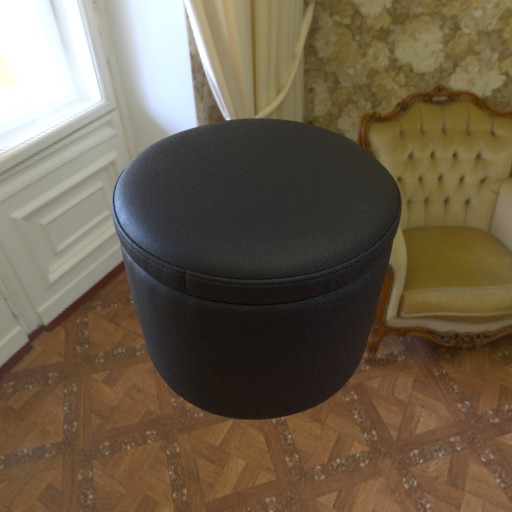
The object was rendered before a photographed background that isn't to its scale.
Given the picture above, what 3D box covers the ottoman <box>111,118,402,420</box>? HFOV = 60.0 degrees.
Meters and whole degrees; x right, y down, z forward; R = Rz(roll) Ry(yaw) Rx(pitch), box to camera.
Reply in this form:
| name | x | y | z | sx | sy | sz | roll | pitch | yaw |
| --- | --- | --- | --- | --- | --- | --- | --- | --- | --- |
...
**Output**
| name | x | y | z | sx | sy | sz | roll | pitch | yaw |
| --- | --- | --- | --- | --- | --- | --- | --- | --- | --- |
| ottoman | 0.000 | 0.000 | 0.889 | 0.501 | 0.409 | 0.501 | 0 | 41 | 0 |
